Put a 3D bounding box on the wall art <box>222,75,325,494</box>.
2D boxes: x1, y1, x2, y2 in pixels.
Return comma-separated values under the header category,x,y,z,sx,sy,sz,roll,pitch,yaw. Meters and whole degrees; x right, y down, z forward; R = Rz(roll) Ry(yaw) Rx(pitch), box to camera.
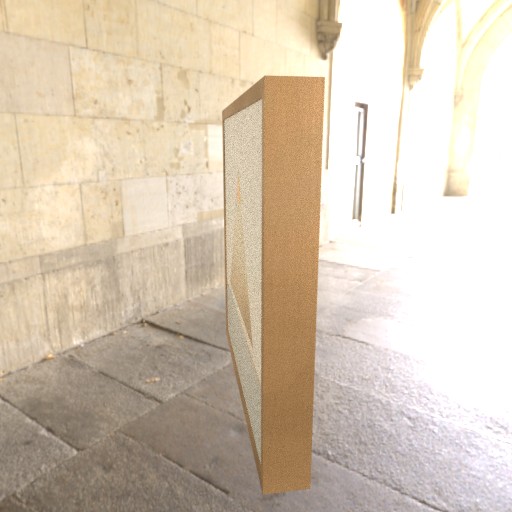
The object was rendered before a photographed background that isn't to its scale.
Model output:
category,x,y,z,sx,sy,sz,roll,pitch,yaw
wall art,0.000,0.000,0.454,0.038,0.303,0.305,-2,14,-9
